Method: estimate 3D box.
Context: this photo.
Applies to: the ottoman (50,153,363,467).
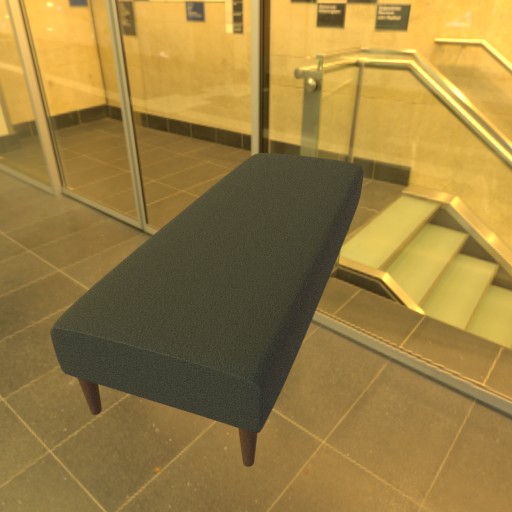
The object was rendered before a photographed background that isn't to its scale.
[{"bbox_3d":[0.000,0.000,1.823,0.646,0.393,1.609,10,32,17],"label":"ottoman"}]
